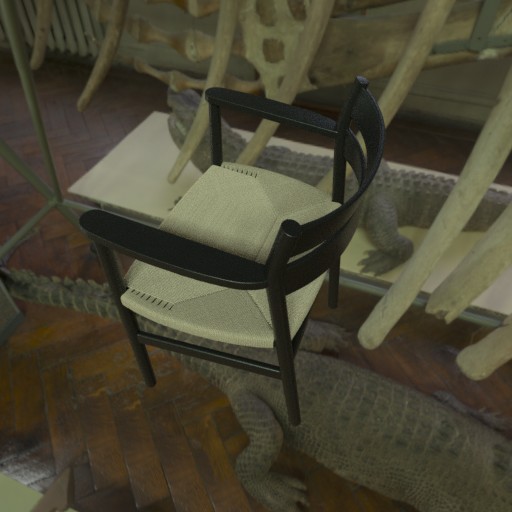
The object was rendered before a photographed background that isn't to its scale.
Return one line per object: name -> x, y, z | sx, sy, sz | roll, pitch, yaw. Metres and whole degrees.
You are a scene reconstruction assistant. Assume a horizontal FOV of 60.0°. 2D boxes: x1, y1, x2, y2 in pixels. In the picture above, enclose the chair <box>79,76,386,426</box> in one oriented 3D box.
chair -> 0.000, 0.000, 1.159 | 0.508, 0.775, 0.630 | 15, 48, 14
